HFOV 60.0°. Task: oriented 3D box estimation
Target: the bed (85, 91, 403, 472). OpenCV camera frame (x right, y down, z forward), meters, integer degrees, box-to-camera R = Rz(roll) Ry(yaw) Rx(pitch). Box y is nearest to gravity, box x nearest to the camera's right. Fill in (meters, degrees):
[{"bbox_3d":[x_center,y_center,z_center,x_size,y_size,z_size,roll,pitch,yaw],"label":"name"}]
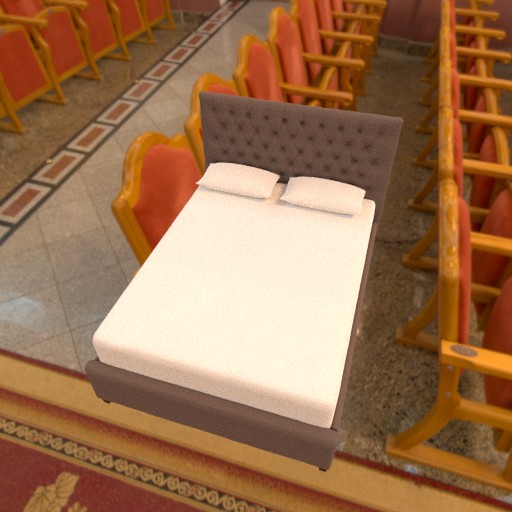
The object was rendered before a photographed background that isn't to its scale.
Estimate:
[{"bbox_3d":[0.000,0.000,3.301,1.696,1.426,2.233,12,45,13],"label":"bed"}]
